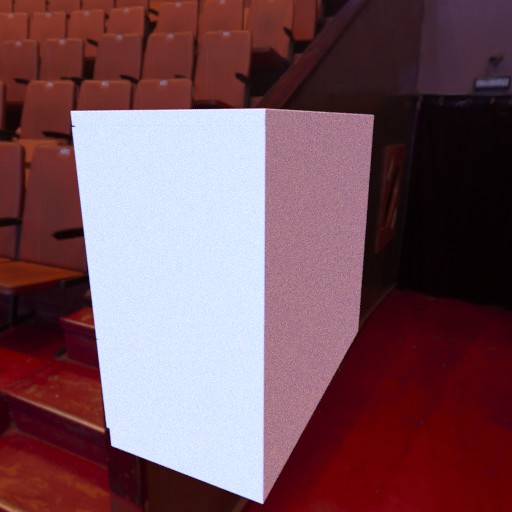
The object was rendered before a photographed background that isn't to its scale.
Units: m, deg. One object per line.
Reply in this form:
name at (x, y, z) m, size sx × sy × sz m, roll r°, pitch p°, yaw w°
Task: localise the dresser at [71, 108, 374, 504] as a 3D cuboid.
dresser at (0.000, 0.000, 1.210) m, size 0.420 × 0.740 × 0.830 m, roll 8°, pitch 19°, yaw 24°
